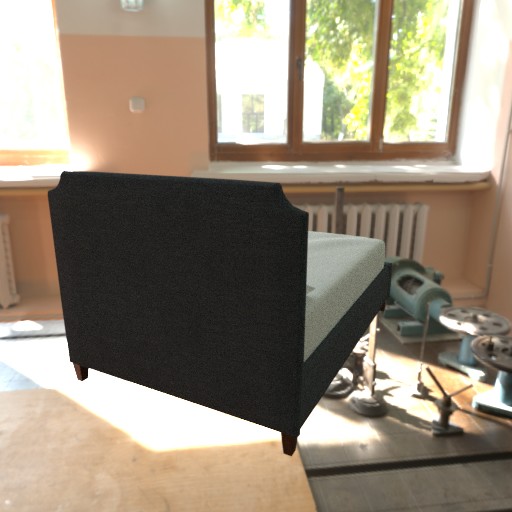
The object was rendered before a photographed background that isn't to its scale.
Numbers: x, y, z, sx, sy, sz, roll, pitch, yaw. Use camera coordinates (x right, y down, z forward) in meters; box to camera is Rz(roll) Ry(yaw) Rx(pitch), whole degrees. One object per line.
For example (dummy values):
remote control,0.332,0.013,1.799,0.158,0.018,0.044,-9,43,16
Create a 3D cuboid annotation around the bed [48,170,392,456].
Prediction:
bed,0.000,0.000,3.488,1.713,1.443,2.372,8,18,27
